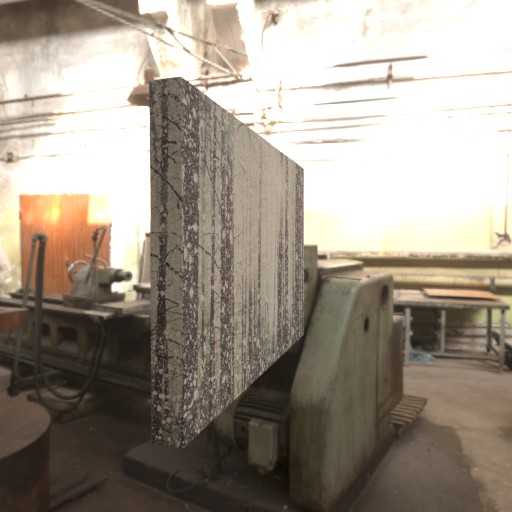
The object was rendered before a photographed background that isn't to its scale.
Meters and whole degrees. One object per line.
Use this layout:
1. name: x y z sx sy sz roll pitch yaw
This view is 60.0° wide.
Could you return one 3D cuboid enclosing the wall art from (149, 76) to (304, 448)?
1. wall art: 0.000 0.000 0.771 0.042 0.398 0.618 1 2 18
